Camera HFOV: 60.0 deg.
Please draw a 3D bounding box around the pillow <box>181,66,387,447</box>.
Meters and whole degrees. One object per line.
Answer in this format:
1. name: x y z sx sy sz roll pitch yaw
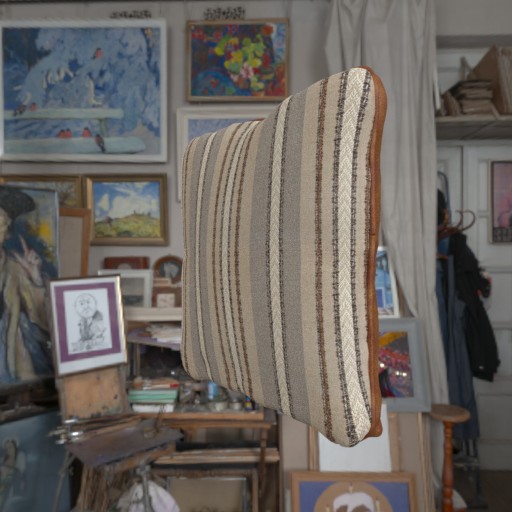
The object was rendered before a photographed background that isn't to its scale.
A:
1. pillow: 0.000 0.000 0.736 0.130 0.490 0.489 0 0 -36
